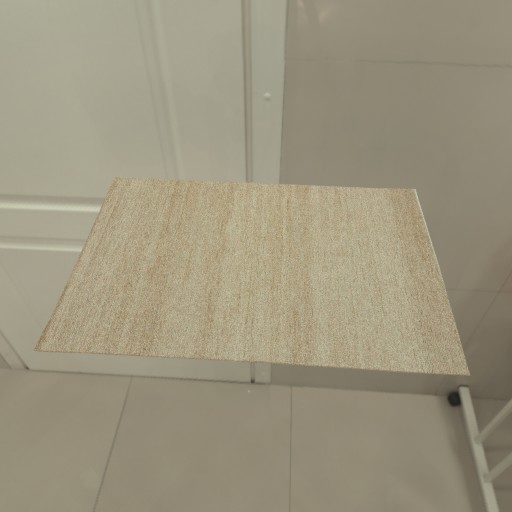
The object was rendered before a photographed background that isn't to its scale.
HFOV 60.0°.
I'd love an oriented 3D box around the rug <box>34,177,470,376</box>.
[{"bbox_3d":[0.000,0.000,2.892,2.346,0.029,1.574,3,46,3],"label":"rug"}]
